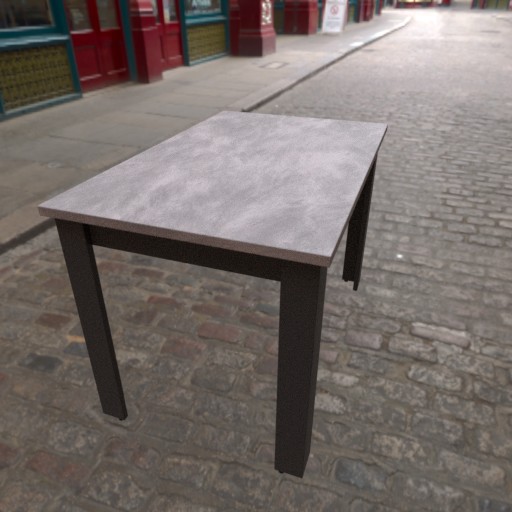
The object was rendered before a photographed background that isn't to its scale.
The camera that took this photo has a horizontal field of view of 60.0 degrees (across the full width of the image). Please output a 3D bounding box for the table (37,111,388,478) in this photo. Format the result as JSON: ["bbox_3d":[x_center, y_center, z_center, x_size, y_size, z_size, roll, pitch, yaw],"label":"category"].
[{"bbox_3d":[0.000,0.000,1.572,0.700,0.734,1.100,10,32,17],"label":"table"}]
